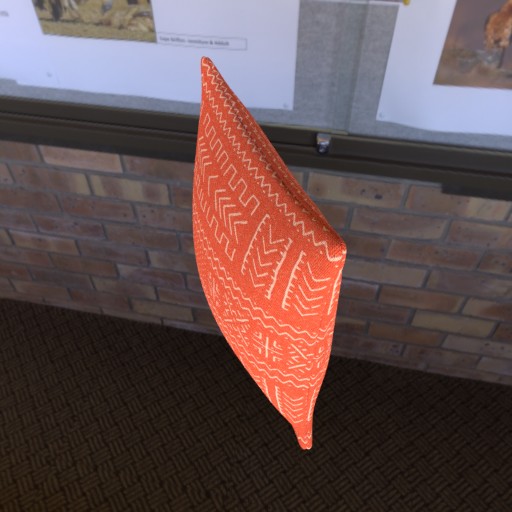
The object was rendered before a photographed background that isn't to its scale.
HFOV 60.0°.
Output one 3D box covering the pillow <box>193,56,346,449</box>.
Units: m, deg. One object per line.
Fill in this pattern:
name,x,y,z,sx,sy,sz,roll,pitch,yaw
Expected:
pillow,0.000,0.000,0.660,0.164,0.429,0.438,-15,47,-14
